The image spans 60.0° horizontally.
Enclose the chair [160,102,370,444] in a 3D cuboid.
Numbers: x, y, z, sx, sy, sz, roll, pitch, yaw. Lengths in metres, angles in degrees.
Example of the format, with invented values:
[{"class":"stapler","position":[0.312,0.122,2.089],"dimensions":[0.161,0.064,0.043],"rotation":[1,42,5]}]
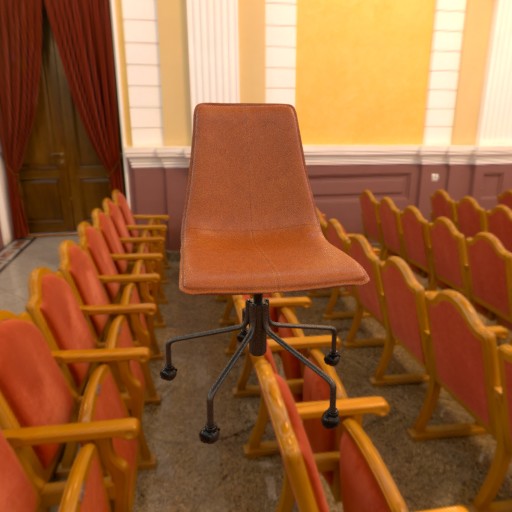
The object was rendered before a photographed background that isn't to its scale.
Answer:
[{"class":"chair","position":[0.000,0.000,1.382],"dimensions":[0.651,0.920,0.660],"rotation":[-3,18,-9]}]
